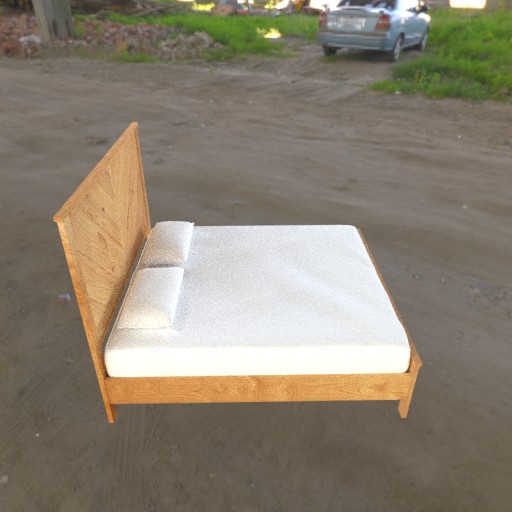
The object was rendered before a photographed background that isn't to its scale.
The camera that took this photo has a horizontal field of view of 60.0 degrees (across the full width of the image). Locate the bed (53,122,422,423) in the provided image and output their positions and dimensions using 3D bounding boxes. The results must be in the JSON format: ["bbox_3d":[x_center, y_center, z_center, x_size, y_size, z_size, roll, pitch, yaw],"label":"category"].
[{"bbox_3d":[0.000,0.000,4.192,2.530,1.938,2.225,-1,31,-1],"label":"bed"}]
